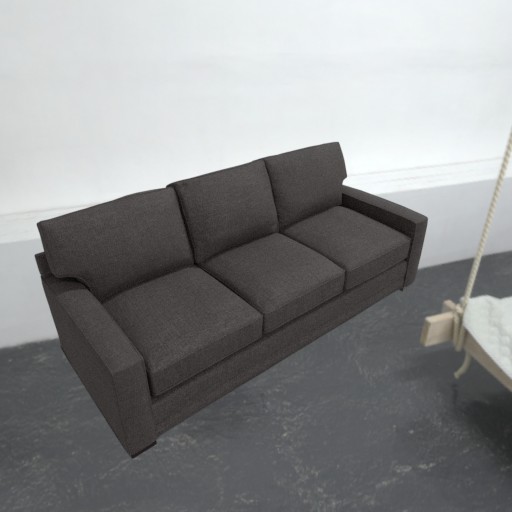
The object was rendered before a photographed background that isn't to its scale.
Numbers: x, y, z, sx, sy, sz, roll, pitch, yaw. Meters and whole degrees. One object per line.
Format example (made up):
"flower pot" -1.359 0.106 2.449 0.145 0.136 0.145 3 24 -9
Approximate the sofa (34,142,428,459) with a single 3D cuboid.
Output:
"sofa" 0.000 0.000 2.859 2.369 0.978 1.004 -23 38 -33
